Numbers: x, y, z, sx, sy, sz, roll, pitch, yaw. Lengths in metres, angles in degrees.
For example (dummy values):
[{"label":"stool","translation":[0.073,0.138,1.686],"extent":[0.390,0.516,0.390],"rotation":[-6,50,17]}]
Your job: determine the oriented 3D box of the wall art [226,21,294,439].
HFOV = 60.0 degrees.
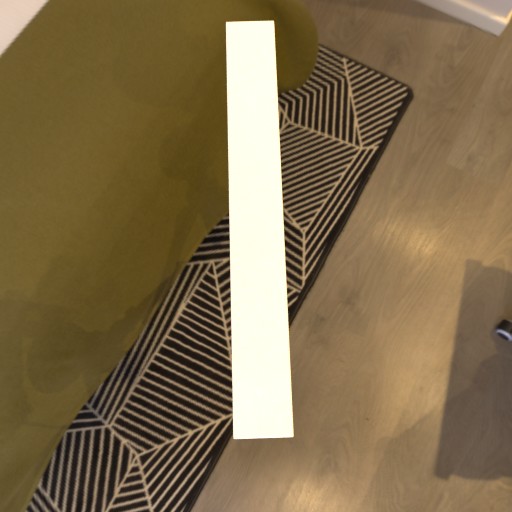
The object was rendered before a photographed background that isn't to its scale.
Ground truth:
[{"label":"wall art","translation":[0.000,0.000,0.459],"extent":[0.038,0.305,0.305],"rotation":[-2,77,0]}]
